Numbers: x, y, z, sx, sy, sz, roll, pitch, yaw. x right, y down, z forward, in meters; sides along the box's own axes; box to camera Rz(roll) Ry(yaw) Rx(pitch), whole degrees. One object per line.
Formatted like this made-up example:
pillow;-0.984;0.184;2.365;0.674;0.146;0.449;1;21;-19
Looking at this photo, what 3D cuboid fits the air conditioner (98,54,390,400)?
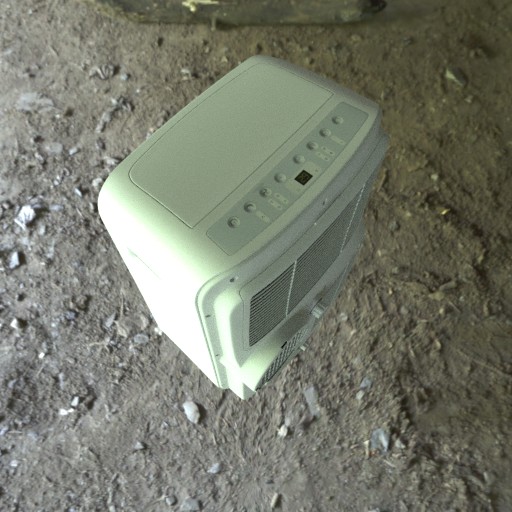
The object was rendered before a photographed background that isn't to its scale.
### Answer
air conditioner;0.000;0.000;0.934;0.365;0.700;0.454;37;69;17
